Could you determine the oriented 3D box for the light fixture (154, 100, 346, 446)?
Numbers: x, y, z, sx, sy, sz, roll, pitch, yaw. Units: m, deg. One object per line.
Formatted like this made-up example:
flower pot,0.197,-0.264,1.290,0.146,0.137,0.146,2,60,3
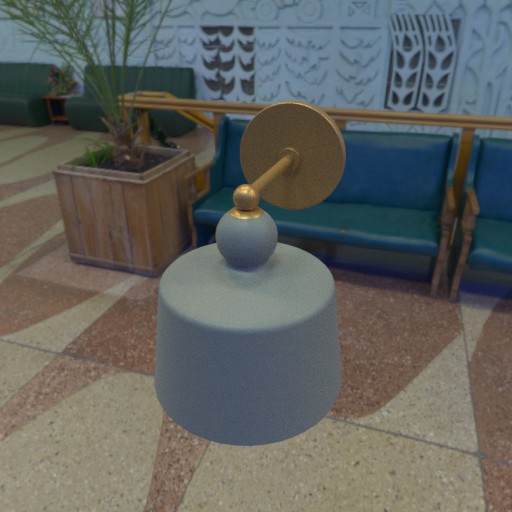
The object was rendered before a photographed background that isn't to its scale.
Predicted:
light fixture,0.000,0.000,0.453,0.204,0.268,0.254,10,29,18
